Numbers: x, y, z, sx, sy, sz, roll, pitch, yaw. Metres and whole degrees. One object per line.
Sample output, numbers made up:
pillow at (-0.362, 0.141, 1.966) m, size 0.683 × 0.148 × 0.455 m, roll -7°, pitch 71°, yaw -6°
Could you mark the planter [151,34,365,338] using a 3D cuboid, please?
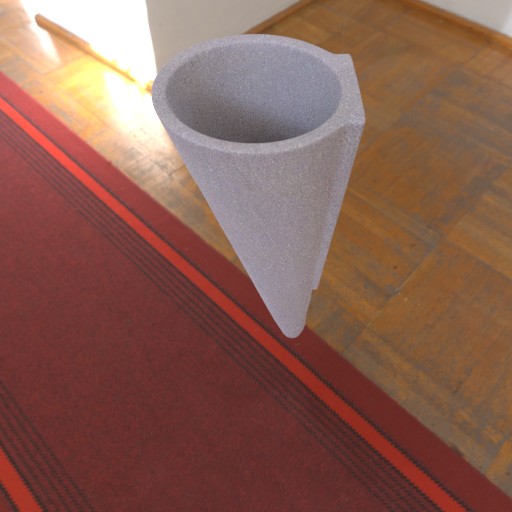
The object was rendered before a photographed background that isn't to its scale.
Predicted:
planter at (0.000, 0.000, 0.292) m, size 0.087 × 0.259 × 0.078 m, roll -1°, pitch 57°, yaw -1°
